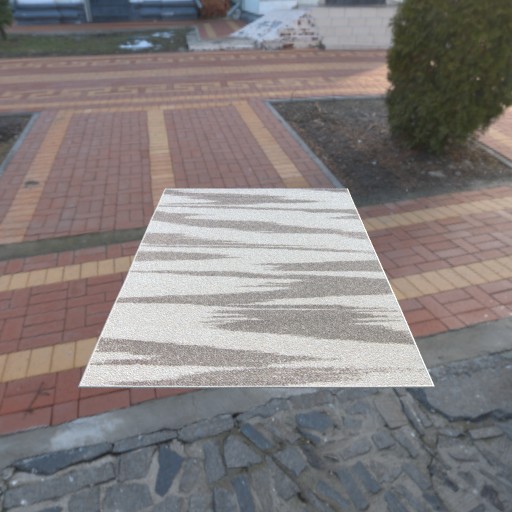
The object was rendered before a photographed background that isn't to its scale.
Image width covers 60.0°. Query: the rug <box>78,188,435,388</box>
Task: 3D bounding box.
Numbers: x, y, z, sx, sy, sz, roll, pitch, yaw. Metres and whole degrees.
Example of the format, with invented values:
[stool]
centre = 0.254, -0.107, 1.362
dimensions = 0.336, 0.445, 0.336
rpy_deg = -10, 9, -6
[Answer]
[rug]
centre = 0.000, 0.000, 2.799
dimensions = 1.533, 0.010, 2.142
rpy_deg = 0, 32, 0
